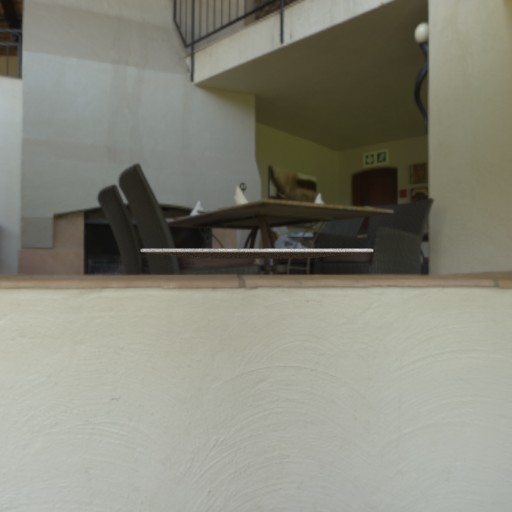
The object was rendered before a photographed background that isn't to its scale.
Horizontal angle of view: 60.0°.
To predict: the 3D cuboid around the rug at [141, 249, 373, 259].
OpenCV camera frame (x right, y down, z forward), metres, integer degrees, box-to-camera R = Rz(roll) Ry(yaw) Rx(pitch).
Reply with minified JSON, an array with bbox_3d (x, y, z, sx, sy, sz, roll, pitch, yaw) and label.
[{"bbox_3d":[0.000,0.000,2.637,0.750,0.011,2.435,0,-1,0],"label":"rug"}]
